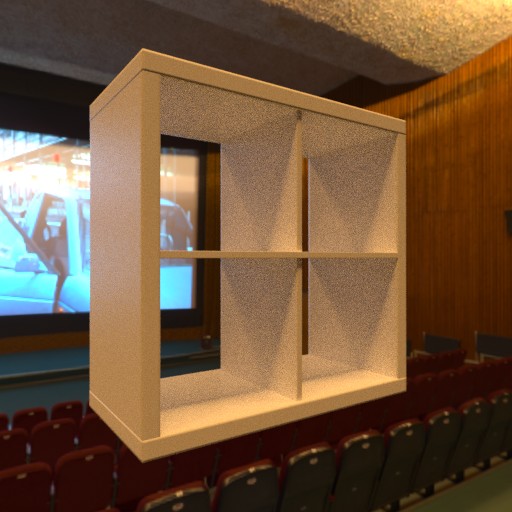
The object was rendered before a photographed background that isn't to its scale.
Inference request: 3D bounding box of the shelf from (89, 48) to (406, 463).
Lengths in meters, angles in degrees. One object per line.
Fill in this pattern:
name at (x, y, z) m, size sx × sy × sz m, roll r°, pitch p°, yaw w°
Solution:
shelf at (0.000, 0.000, 1.224) m, size 0.790 × 0.786 × 0.390 m, roll 0°, pitch 0°, yaw -35°
